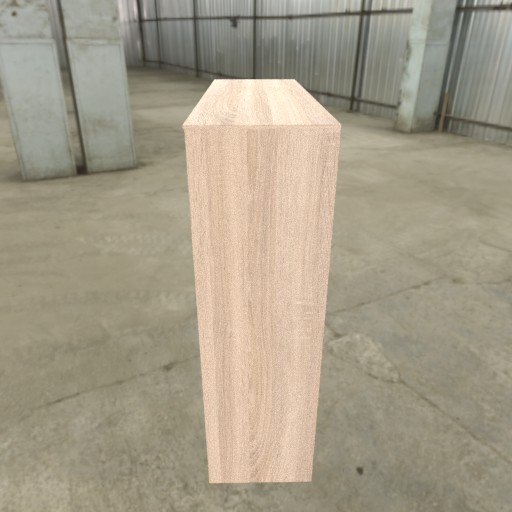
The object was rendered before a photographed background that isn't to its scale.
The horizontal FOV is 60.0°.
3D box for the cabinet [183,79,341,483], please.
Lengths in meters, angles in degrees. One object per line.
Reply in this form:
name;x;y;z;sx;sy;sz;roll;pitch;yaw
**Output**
cabinet;0.000;0.000;2.990;0.620;2.060;1.870;0;27;-1
